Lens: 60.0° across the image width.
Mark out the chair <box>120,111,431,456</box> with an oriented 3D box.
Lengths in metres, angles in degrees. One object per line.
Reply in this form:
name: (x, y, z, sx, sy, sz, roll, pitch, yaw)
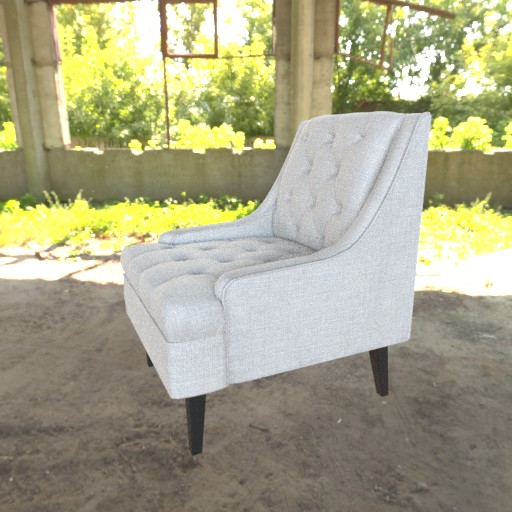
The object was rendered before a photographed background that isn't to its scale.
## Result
chair: (0.000, 0.000, 1.427, 0.772, 0.891, 0.658, -7, 16, -25)
